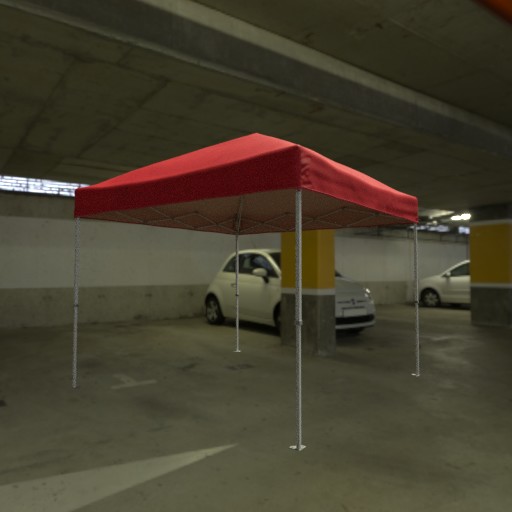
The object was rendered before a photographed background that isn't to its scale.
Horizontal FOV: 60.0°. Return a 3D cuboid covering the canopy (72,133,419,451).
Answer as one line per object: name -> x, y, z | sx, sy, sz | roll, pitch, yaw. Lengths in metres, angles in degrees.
canopy -> 0.000, 0.000, 5.347 | 2.998, 2.997, 2.996 | -2, -3, 36
